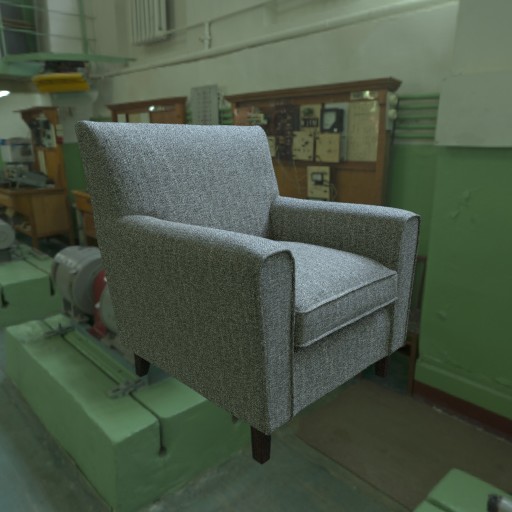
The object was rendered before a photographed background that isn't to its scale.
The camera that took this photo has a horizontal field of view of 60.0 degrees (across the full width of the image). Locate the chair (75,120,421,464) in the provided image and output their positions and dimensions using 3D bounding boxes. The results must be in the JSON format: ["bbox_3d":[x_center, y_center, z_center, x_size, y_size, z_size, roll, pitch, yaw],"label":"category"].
[{"bbox_3d":[0.000,0.000,1.588,0.864,0.928,0.873,-14,20,-43],"label":"chair"}]
